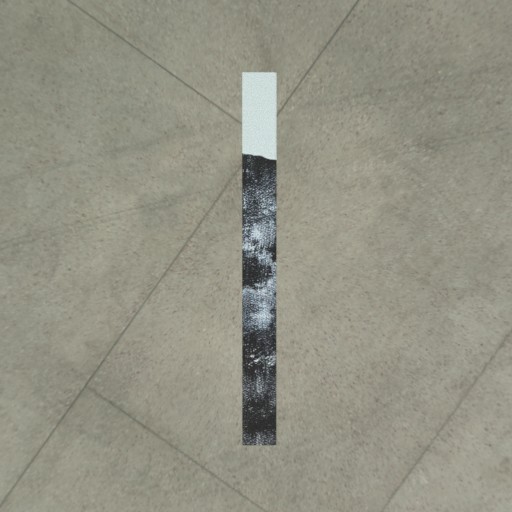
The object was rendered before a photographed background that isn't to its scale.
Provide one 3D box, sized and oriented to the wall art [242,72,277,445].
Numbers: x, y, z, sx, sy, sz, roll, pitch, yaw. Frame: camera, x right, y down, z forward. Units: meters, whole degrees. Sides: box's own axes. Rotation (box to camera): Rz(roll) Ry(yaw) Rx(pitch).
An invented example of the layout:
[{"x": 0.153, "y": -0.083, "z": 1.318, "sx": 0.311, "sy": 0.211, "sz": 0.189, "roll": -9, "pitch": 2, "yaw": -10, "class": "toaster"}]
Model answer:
[{"x": 0.000, "y": 0.000, "z": 0.787, "sx": 0.039, "sy": 0.610, "sz": 0.407, "roll": 0, "pitch": 91, "yaw": 0, "class": "wall art"}]
